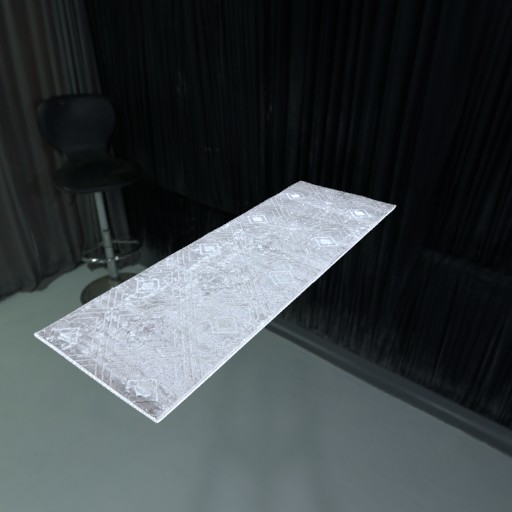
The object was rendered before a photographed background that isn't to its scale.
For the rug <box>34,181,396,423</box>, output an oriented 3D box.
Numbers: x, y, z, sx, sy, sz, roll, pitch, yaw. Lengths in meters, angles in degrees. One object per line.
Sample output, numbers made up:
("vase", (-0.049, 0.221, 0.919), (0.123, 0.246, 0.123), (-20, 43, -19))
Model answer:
("rug", (0.000, 0.000, 2.674), (0.832, 0.035, 2.381), (21, 37, 30))
